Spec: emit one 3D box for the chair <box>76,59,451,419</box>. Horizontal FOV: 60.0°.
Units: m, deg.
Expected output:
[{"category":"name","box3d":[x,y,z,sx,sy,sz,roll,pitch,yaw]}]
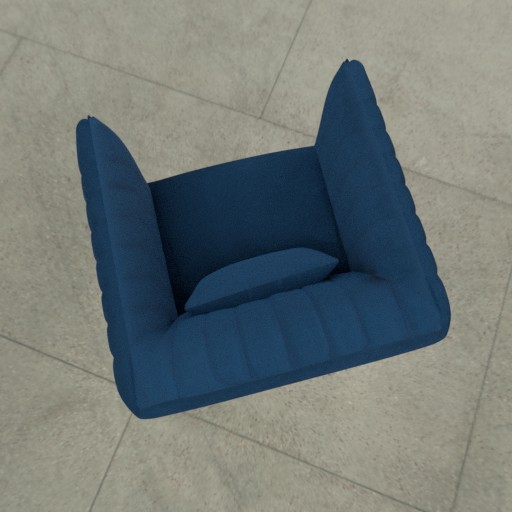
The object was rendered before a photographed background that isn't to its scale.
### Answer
[{"category":"chair","box3d":[0.000,0.000,1.557,0.947,0.793,0.877,-14,76,-4]}]
